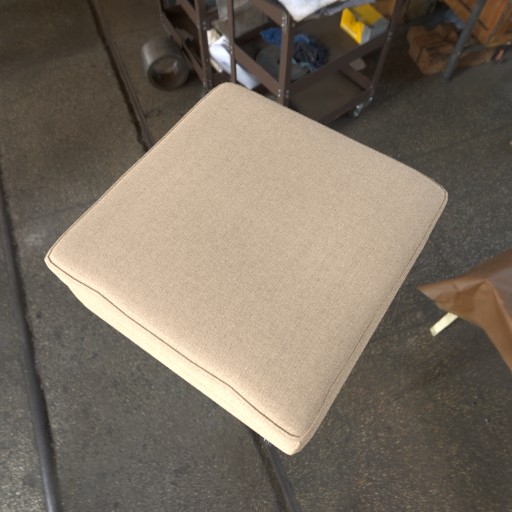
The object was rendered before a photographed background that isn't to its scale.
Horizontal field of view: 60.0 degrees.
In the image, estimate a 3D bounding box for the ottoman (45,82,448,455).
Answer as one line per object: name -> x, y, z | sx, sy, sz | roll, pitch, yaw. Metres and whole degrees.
ottoman -> 0.000, 0.000, 1.385 | 0.838, 0.503, 0.838 | 31, 66, 15
